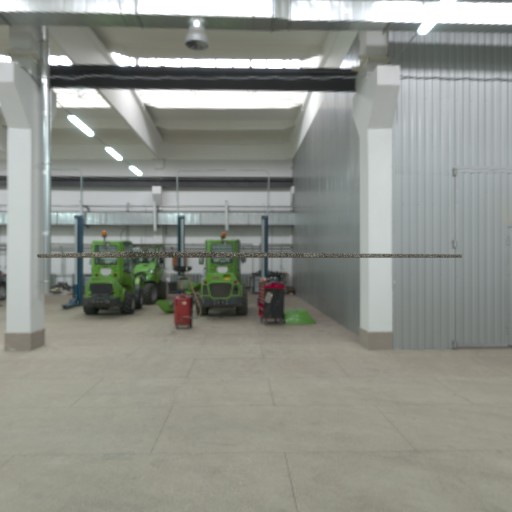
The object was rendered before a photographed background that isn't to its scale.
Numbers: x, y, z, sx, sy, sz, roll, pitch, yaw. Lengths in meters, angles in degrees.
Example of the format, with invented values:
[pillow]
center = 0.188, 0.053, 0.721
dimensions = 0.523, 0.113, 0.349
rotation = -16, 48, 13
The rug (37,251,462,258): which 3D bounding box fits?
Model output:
[rug]
center = 0.000, 0.000, 3.373
dimensions = 2.699, 0.026, 1.802
rotation = 0, 0, -37
